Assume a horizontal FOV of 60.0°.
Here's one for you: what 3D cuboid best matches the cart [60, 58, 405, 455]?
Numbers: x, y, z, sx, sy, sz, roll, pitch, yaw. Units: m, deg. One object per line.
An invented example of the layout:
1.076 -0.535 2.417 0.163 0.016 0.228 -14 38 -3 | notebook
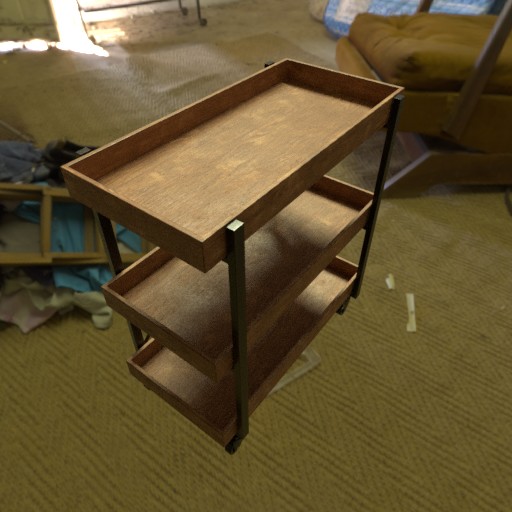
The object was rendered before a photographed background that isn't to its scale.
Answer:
0.000 0.000 1.240 0.411 0.800 0.750 27 49 27 | cart
